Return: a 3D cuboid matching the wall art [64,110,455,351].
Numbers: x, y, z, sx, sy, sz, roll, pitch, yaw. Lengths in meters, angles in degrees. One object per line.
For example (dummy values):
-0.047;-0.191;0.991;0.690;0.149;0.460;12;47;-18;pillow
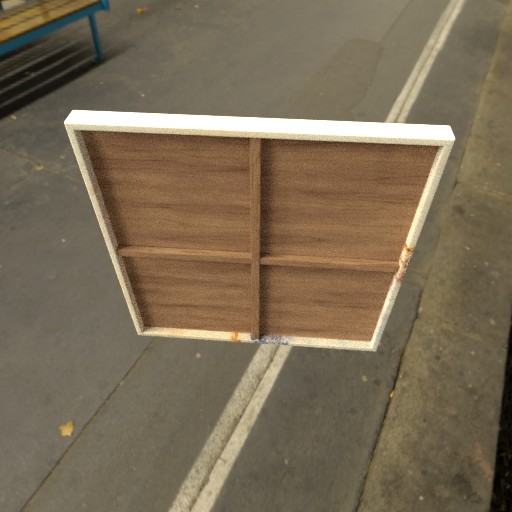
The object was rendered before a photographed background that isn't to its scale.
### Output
0.000;0.000;1.605;1.061;1.061;0.071;3;47;3;wall art
